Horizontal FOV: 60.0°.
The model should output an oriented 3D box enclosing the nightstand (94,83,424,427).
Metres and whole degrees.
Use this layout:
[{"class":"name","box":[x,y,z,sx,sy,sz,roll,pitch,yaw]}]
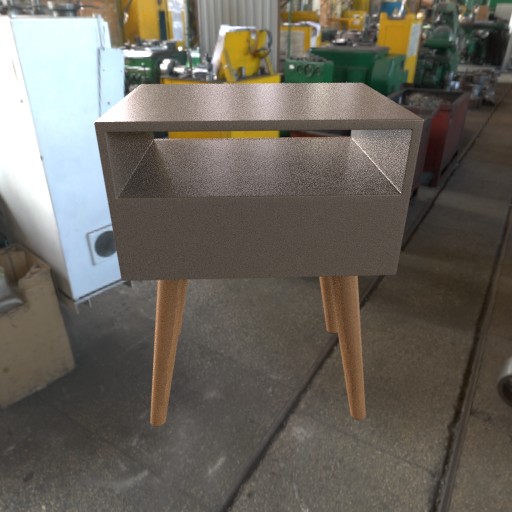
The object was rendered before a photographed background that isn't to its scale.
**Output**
[{"class":"nightstand","box":[0.000,0.000,0.744,0.370,0.508,0.288,-1,29,-2]}]
